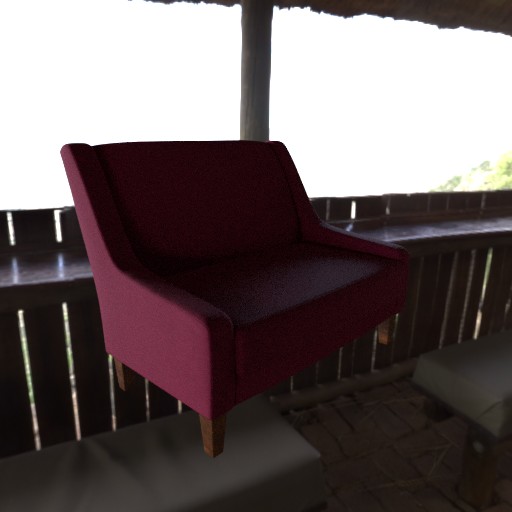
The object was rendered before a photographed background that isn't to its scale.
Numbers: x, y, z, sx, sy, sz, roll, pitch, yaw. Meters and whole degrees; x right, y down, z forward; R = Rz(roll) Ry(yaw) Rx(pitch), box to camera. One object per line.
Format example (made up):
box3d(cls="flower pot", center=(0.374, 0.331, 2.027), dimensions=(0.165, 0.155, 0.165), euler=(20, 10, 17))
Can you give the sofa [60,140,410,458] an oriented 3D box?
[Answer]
box3d(cls="sofa", center=(0.000, 0.000, 1.945), dimensions=(0.946, 0.976, 1.242), euler=(15, 21, 43))
